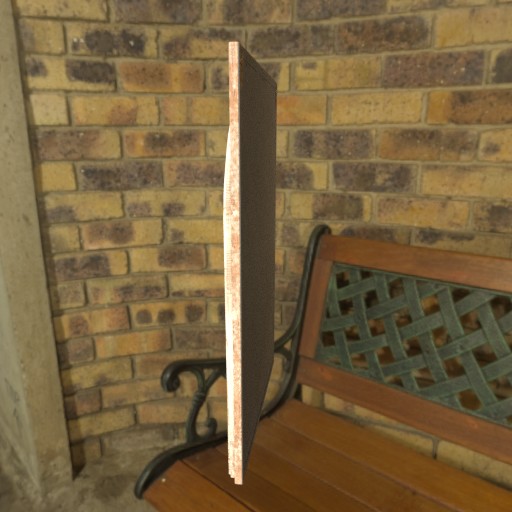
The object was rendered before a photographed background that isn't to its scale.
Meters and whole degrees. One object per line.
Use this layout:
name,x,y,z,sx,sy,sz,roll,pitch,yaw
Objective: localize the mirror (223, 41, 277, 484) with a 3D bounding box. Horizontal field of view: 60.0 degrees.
mirror,0.000,0.000,0.996,0.058,0.787,0.495,2,15,9
